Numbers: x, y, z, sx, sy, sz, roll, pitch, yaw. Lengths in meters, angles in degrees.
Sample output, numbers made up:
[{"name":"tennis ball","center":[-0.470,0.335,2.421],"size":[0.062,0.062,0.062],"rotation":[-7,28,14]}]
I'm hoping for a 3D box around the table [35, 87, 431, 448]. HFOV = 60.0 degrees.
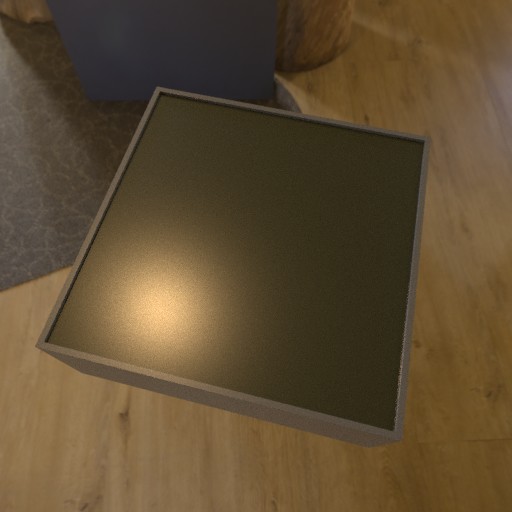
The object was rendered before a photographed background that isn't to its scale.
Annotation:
[{"name":"table","center":[0.000,0.000,1.234],"size":[0.801,0.299,0.801],"rotation":[12,65,6]}]
